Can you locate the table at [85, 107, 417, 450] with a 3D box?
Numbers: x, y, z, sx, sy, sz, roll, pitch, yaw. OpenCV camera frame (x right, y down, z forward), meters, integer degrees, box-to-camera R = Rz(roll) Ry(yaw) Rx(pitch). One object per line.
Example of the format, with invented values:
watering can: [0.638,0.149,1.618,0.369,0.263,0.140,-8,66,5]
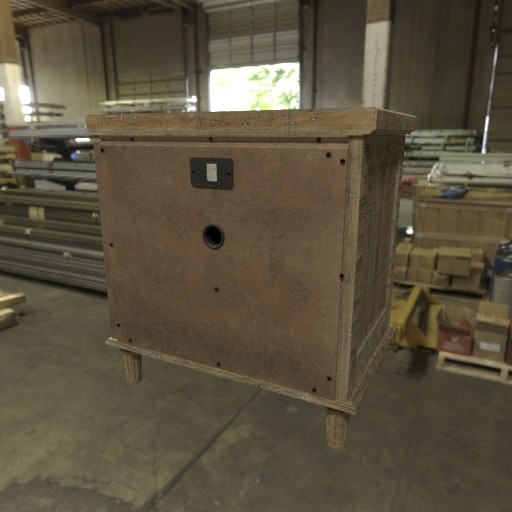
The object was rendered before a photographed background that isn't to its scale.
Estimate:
table: [0.000,0.000,1.176,0.686,0.711,0.457,8,17,26]
